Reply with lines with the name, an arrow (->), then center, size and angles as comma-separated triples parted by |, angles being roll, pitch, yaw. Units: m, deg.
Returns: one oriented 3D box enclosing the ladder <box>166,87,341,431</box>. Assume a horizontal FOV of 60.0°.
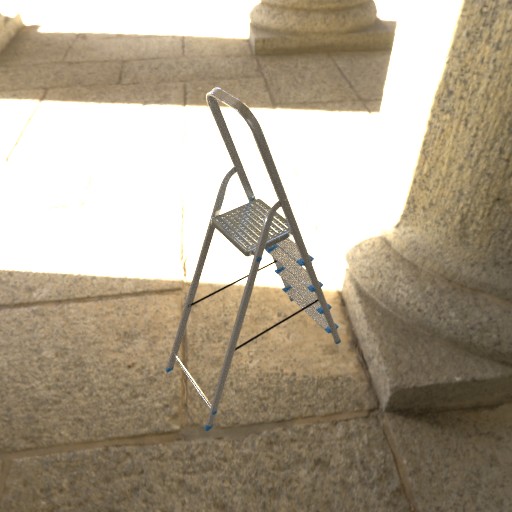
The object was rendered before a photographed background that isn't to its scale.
ladder -> 0.000, 0.000, 2.149 | 0.990, 1.648, 0.468 | -26, 49, -26
